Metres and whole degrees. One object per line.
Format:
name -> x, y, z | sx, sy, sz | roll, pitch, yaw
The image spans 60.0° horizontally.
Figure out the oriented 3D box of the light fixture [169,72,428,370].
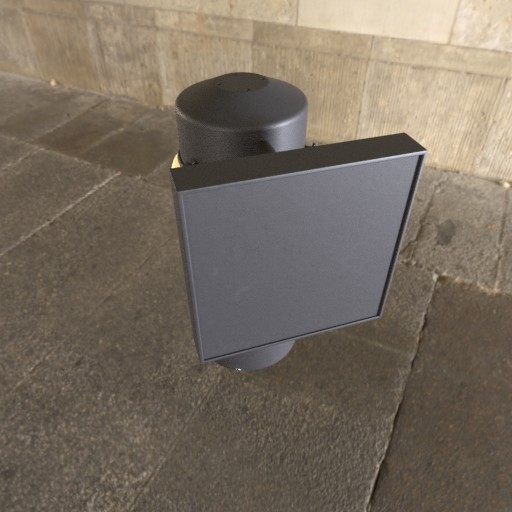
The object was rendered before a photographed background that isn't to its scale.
light fixture -> 0.000, 0.000, 0.359 | 0.130, 0.257, 0.176 | -12, 42, -13
